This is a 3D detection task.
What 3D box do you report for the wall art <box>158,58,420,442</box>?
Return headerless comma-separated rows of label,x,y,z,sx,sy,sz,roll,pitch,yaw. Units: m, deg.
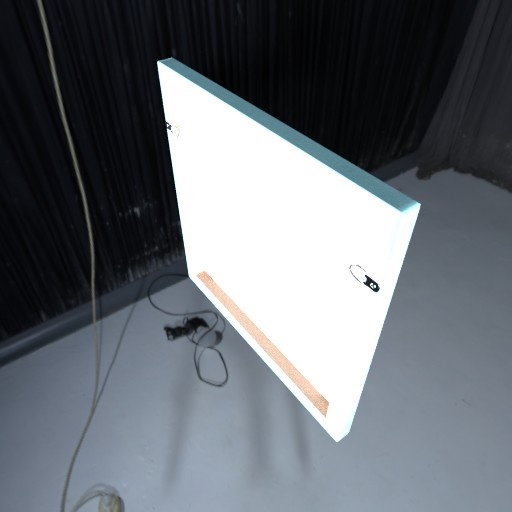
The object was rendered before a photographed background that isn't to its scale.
wall art,0.000,0.000,1.598,0.070,1.073,1.071,-27,50,-26
